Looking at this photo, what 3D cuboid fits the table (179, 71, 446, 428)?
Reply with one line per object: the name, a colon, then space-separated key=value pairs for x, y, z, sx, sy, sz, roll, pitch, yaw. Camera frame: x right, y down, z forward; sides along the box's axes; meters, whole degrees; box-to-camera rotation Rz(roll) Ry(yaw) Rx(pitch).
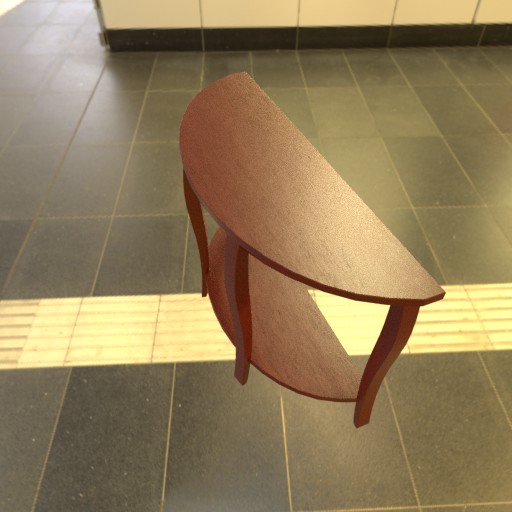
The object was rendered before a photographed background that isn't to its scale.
table: x=0.000 y=0.000 z=1.588 sx=0.405 sy=0.779 sz=1.219 roll=-16 pitch=48 yaw=-15
